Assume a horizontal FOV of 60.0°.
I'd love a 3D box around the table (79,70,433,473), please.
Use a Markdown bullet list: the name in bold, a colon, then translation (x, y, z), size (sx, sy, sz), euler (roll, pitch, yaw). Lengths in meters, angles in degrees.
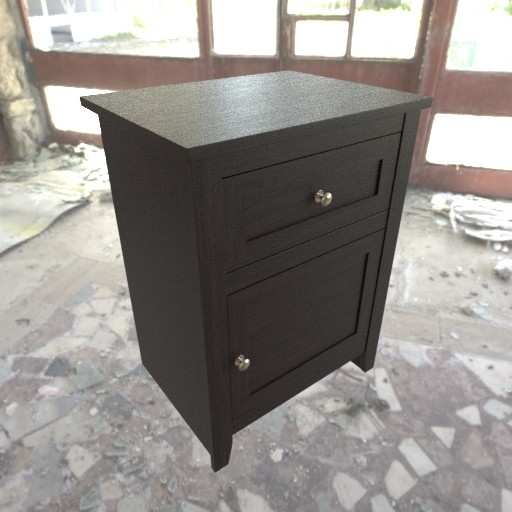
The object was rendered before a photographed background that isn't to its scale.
- **table**: translation (0.000, 0.000, 0.922), size (0.480, 0.635, 0.381), euler (-21, 37, -31)
